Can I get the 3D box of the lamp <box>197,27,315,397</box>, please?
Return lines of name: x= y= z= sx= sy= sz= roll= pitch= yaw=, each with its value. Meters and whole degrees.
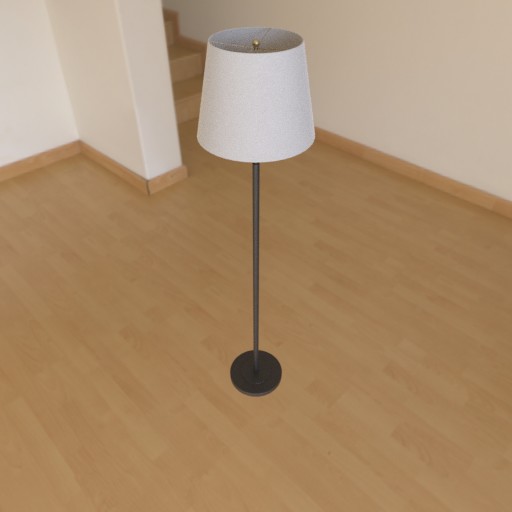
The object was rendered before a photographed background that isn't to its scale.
lamp: x=0.000 y=0.000 z=1.622 sx=0.348 sy=1.473 sz=0.348 roll=13 pitch=42 yaw=15
